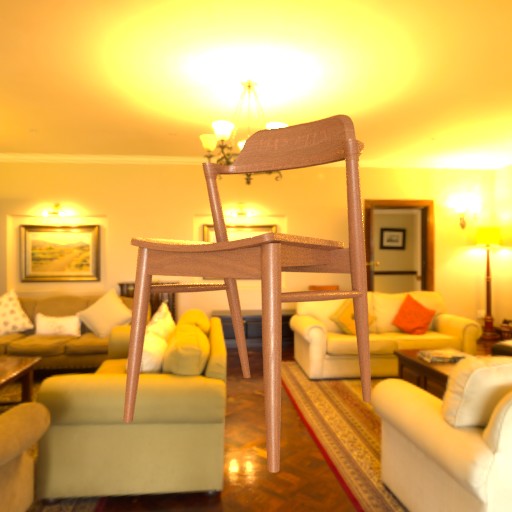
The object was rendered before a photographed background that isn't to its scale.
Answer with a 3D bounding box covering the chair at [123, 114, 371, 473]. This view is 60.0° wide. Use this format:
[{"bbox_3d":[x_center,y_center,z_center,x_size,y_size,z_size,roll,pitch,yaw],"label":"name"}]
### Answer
[{"bbox_3d":[0.000,0.000,1.146,0.496,0.801,0.499,0,0,36],"label":"chair"}]
